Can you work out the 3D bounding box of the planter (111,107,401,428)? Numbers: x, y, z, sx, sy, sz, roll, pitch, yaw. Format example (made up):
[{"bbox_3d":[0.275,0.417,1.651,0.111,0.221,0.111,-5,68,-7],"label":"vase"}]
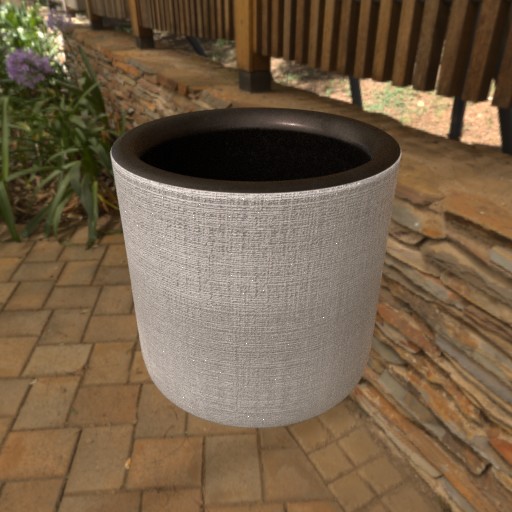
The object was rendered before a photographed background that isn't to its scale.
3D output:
[{"bbox_3d":[0.000,0.000,0.287,0.160,0.156,0.160,0,30,0],"label":"planter"}]
